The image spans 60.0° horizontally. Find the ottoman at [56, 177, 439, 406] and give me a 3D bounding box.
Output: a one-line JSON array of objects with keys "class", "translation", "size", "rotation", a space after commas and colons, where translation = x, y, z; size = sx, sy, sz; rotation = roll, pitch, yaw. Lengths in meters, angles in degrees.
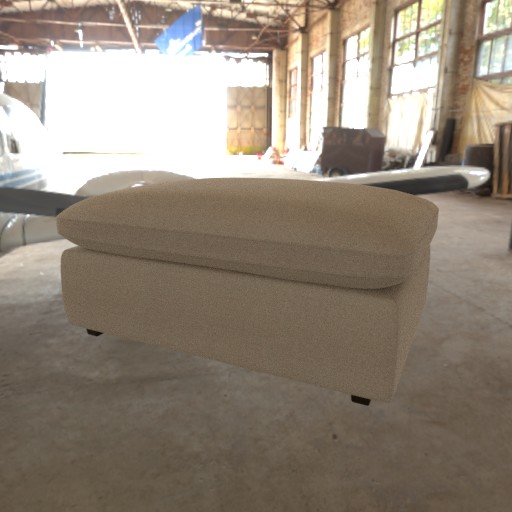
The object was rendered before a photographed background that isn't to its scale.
[{"class": "ottoman", "translation": [0.000, 0.000, 1.357], "size": [0.984, 0.453, 0.686], "rotation": [7, 17, 25]}]
